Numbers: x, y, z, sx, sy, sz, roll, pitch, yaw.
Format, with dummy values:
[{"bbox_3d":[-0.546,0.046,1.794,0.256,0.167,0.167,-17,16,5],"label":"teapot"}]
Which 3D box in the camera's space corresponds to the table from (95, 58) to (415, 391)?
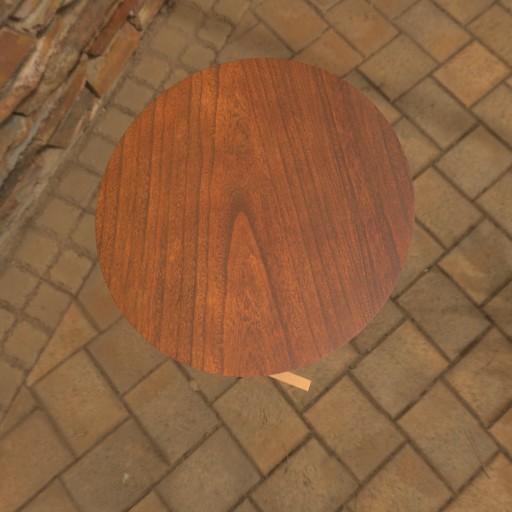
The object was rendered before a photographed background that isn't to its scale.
[{"bbox_3d":[0.000,0.000,1.089,0.530,0.706,0.577,20,76,5],"label":"table"}]
